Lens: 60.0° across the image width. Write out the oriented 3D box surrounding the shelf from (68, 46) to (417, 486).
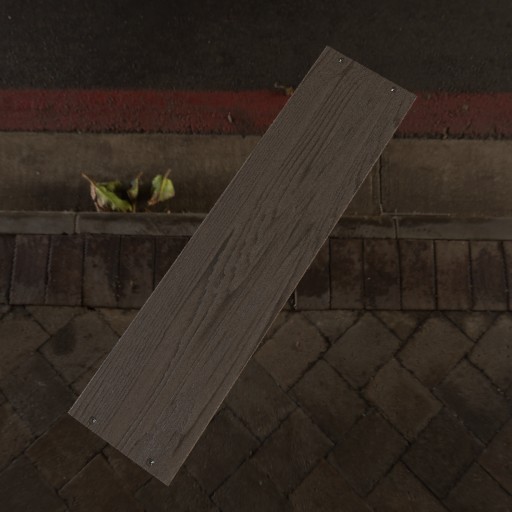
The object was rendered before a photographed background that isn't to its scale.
[{"bbox_3d":[0.000,0.000,0.669,0.150,0.170,0.610,33,80,7],"label":"shelf"}]
